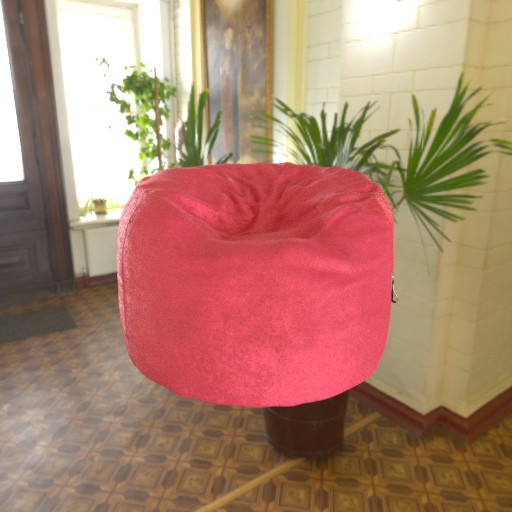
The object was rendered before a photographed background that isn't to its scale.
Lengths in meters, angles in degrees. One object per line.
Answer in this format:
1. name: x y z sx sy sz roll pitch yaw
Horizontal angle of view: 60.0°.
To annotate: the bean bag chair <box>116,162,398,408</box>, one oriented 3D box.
1. bean bag chair: 0.000 0.000 1.996 1.218 0.788 1.218 0 16 0
